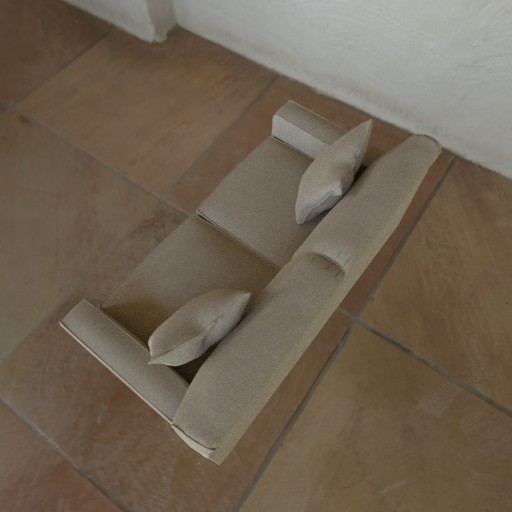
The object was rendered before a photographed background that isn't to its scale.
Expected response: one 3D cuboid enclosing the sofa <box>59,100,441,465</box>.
[{"bbox_3d":[0.000,0.000,2.406,0.998,0.958,1.846,35,67,17],"label":"sofa"}]
